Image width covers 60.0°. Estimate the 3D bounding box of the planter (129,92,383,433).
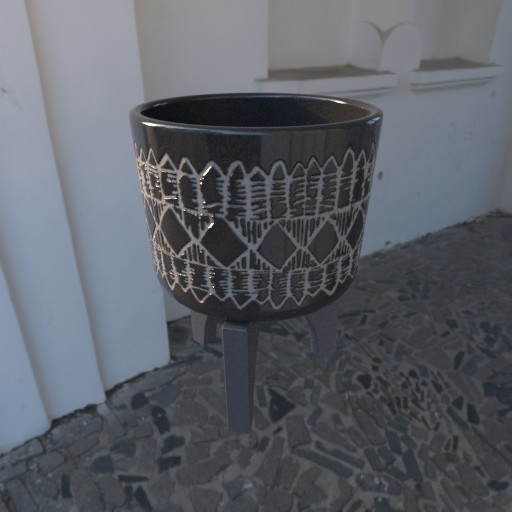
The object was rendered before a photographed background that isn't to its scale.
[{"bbox_3d":[0.000,0.000,0.408,0.196,0.264,0.196,-9,28,-18],"label":"planter"}]
